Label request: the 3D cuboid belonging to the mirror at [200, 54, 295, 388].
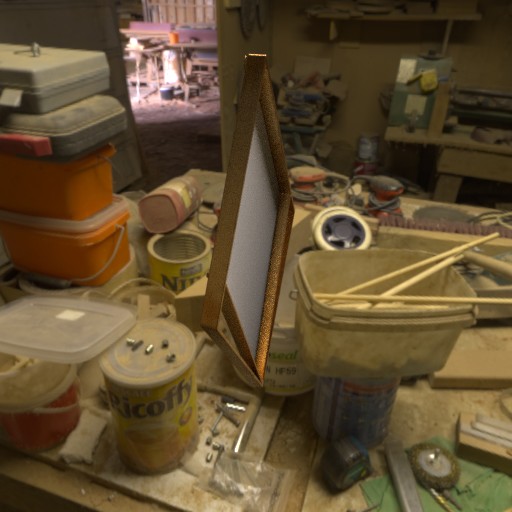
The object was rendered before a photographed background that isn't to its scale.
[{"bbox_3d":[0.000,0.000,0.815,0.032,0.679,0.419,11,33,17],"label":"mirror"}]
